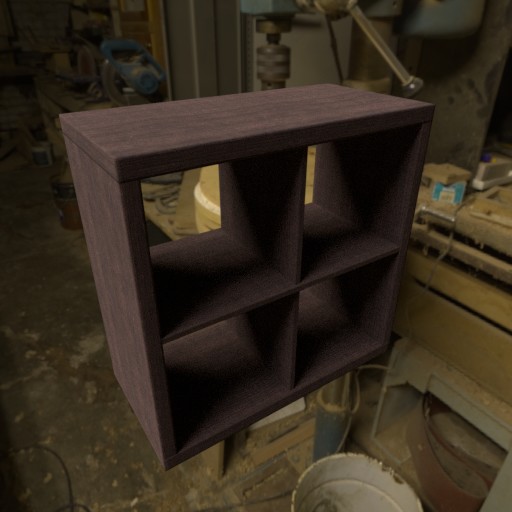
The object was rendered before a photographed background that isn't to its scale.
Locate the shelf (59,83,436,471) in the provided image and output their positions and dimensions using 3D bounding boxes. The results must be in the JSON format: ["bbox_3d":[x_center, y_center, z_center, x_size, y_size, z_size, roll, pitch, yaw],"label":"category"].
[{"bbox_3d":[0.000,0.000,1.225,0.790,0.786,0.390,-18,34,-29],"label":"shelf"}]
